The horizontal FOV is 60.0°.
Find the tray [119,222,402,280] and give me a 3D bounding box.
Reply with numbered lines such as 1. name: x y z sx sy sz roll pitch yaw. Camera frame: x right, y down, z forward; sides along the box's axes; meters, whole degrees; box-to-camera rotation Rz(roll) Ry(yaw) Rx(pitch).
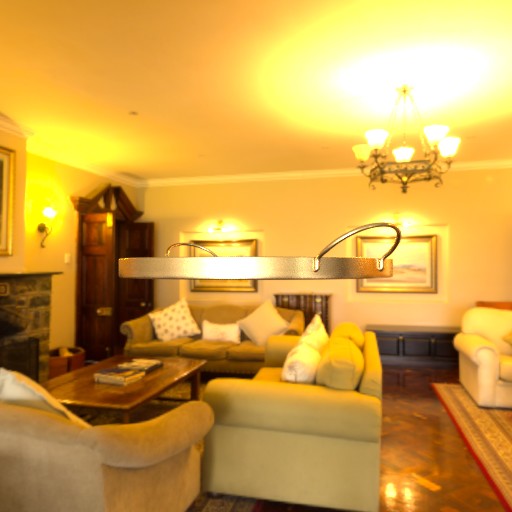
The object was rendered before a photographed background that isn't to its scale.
1. tray: 0.000 0.000 0.741 0.438 0.069 0.543 1 -2 -35
